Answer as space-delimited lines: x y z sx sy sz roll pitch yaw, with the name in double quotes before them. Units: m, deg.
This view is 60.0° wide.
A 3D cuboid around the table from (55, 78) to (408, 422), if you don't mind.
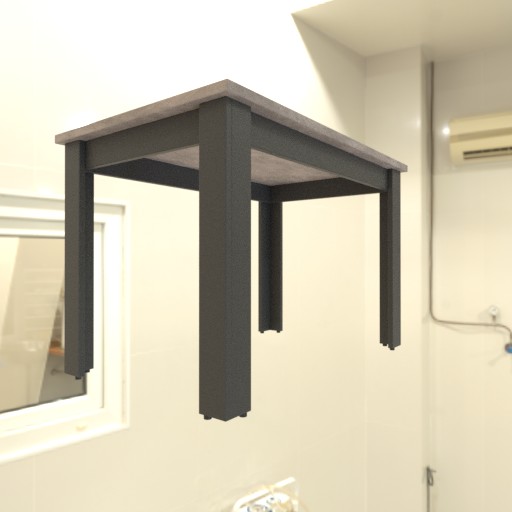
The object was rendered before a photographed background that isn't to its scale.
"table" 0.000 0.000 1.568 0.700 0.734 1.100 0 0 38
